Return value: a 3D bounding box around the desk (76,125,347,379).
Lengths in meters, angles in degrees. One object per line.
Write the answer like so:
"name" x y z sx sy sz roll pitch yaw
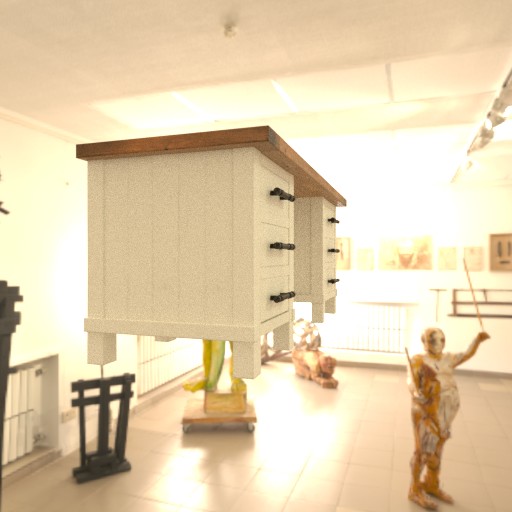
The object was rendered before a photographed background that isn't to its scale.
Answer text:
"desk" 0.000 0.000 2.259 0.688 0.760 1.803 0 0 19
